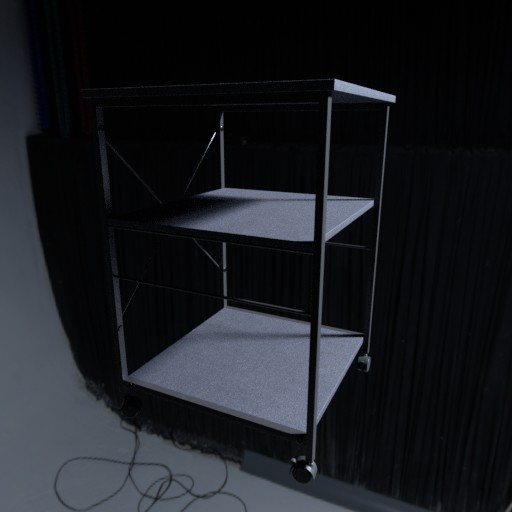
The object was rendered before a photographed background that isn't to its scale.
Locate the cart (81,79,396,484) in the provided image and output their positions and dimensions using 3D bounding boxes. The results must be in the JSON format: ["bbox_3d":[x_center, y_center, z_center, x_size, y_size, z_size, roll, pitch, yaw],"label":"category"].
[{"bbox_3d":[0.000,0.000,1.103,0.520,0.762,0.521,8,19,25],"label":"cart"}]
